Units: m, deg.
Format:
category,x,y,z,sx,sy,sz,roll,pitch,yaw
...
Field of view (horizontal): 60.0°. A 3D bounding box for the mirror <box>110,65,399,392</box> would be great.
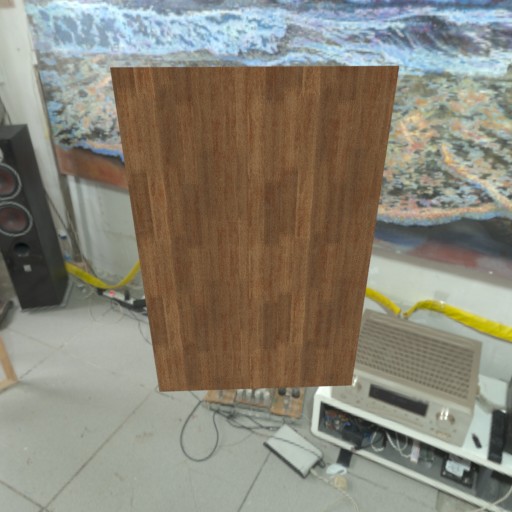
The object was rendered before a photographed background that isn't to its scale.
category,x,y,z,sx,sy,sz,roll,pitch,yaw
mirror,0.000,0.000,1.268,0.651,1.010,0.047,-1,30,-2
